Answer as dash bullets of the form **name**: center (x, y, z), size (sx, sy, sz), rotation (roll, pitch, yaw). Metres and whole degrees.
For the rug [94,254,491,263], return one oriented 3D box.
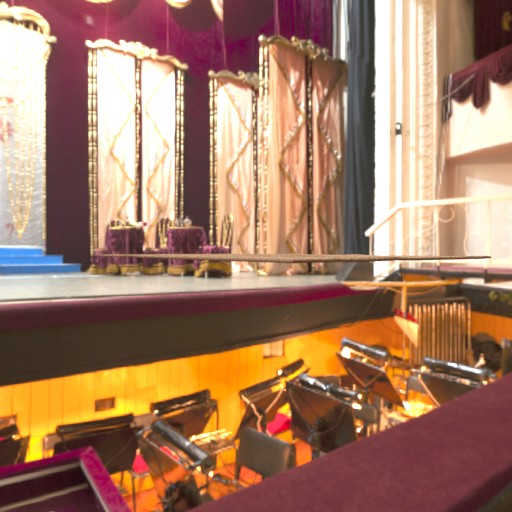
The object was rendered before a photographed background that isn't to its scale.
- **rug**: center (0.000, 0.000, 1.067), size (0.515, 0.007, 0.867), rotation (-1, 1, -36)
